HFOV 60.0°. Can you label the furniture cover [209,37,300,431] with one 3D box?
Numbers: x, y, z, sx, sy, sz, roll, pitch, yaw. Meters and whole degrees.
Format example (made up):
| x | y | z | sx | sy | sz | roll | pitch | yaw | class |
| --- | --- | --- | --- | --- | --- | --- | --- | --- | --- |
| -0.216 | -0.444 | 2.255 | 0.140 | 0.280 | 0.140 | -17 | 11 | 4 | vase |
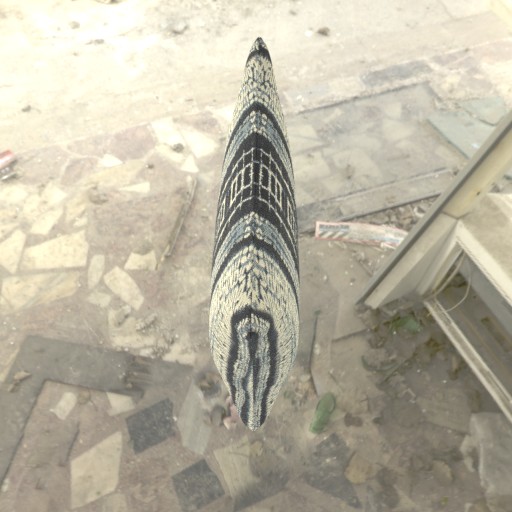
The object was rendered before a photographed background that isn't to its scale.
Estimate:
| x | y | z | sx | sy | sz | roll | pitch | yaw | class |
| --- | --- | --- | --- | --- | --- | --- | --- | --- | --- |
| 0.000 | 0.000 | 0.667 | 0.133 | 0.435 | 0.425 | 1 | 59 | 1 | furniture cover |
